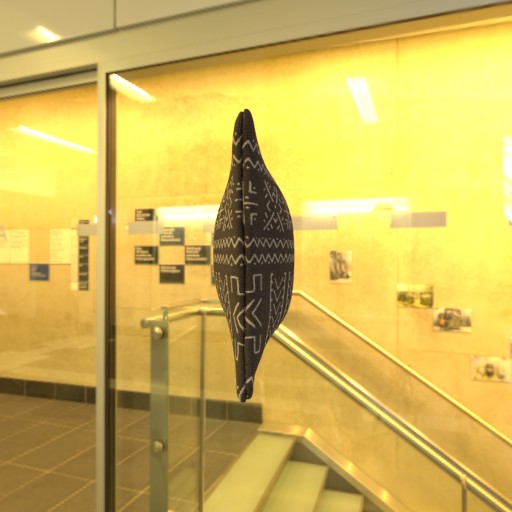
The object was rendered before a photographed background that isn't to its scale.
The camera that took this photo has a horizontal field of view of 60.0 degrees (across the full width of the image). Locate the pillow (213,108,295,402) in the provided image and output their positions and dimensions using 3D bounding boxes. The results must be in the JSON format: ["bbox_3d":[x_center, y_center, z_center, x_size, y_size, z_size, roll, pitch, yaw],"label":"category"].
[{"bbox_3d":[0.000,0.000,0.809,0.135,0.322,0.667,0,0,1],"label":"pillow"}]
